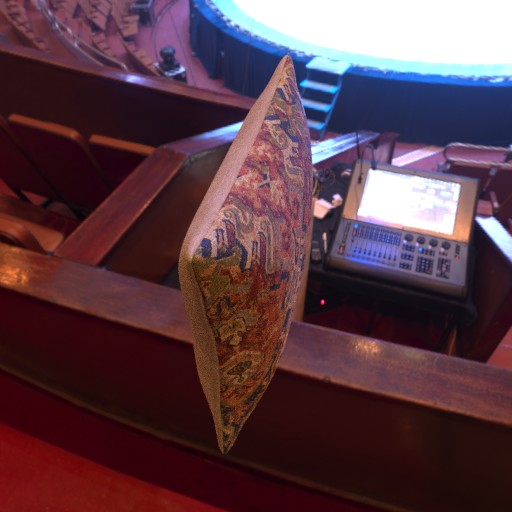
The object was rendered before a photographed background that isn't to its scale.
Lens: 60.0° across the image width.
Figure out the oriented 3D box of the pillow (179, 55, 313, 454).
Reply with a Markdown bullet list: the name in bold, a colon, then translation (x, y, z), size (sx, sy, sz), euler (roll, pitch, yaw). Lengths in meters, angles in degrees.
- **pillow**: translation (0.000, 0.000, 0.794), size (0.166, 0.506, 0.523), euler (10, 47, 10)
